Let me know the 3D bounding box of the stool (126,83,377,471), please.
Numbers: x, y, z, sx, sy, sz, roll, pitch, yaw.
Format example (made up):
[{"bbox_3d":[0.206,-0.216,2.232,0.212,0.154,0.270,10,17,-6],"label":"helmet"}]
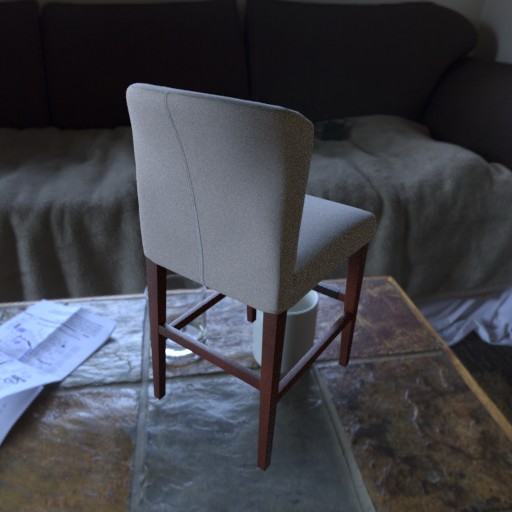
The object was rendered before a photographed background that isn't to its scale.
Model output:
[{"bbox_3d":[0.000,0.000,1.252,0.479,0.968,0.568,21,36,31],"label":"stool"}]
